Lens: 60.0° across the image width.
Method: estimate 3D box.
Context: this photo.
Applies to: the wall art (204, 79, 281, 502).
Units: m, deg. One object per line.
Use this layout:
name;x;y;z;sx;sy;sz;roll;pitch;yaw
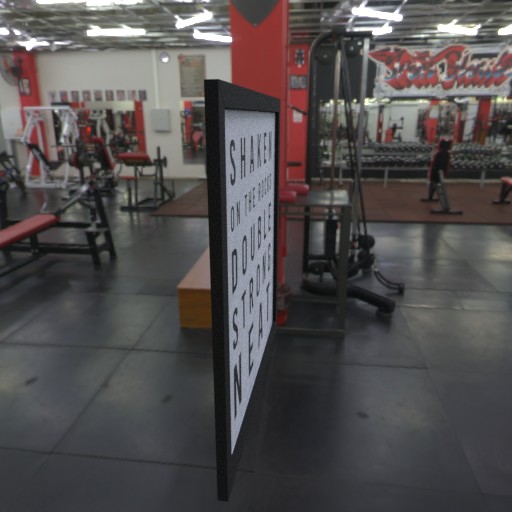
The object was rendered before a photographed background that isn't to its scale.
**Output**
wall art;0.000;0.000;0.662;0.013;0.458;0.456;3;18;9
